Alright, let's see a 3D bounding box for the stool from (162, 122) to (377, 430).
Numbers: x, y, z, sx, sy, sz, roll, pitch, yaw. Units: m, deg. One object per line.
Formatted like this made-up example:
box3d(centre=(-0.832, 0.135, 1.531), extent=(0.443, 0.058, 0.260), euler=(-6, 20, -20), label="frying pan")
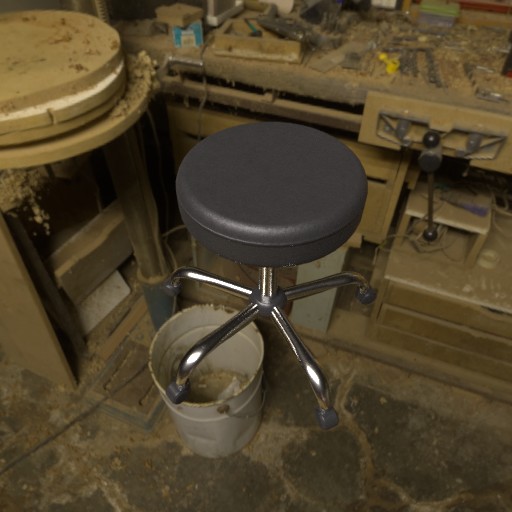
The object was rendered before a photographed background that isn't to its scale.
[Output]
box3d(centre=(0.000, 0.000, 1.142), extent=(0.638, 0.576, 0.673), euler=(17, 49, 16), label="stool")
